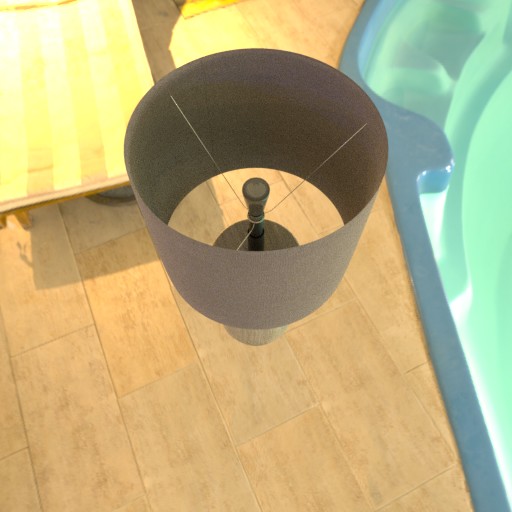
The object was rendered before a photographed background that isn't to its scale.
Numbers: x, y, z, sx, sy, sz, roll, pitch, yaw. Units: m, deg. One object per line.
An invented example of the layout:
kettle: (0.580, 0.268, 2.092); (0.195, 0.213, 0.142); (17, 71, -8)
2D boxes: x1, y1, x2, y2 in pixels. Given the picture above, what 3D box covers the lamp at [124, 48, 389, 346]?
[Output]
lamp: (0.000, 0.000, 0.577); (0.228, 0.444, 0.228); (-17, 64, -9)
